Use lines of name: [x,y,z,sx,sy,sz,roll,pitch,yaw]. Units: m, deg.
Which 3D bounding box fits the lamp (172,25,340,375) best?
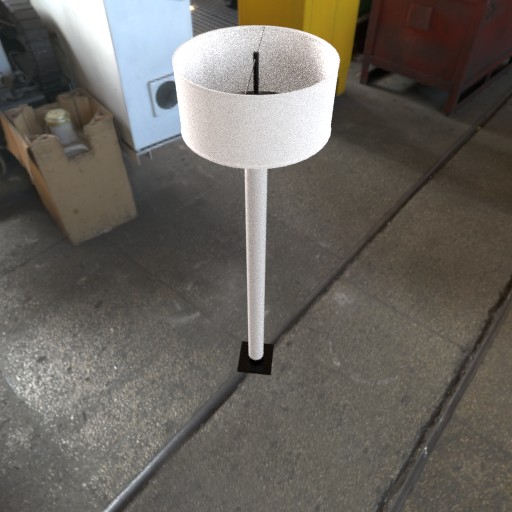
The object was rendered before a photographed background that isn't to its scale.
lamp: [0.000,0.000,1.640,0.420,1.475,0.420,5,47,5]
